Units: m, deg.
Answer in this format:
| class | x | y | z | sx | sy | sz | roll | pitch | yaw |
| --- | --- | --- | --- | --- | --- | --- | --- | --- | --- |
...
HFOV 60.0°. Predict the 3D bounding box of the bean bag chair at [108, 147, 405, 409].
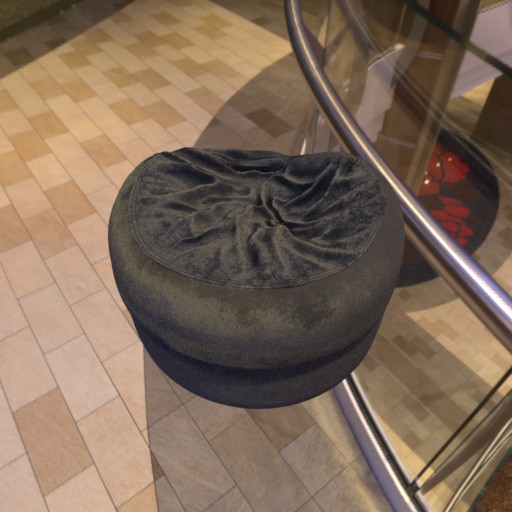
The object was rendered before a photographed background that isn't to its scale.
| class | x | y | z | sx | sy | sz | roll | pitch | yaw |
| --- | --- | --- | --- | --- | --- | --- | --- | --- | --- |
| bean bag chair | 0.000 | 0.000 | 1.504 | 0.918 | 0.605 | 0.918 | 0 | 47 | 0 |
